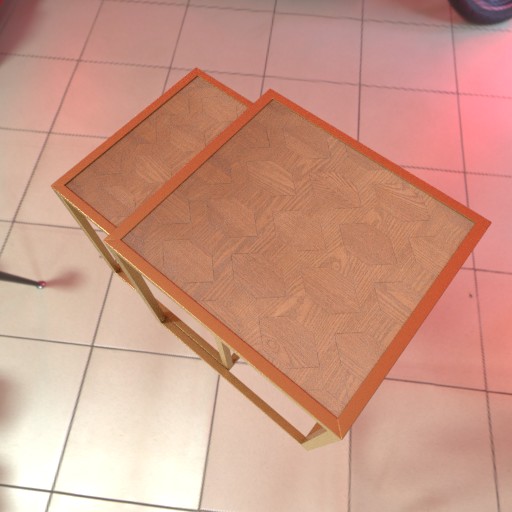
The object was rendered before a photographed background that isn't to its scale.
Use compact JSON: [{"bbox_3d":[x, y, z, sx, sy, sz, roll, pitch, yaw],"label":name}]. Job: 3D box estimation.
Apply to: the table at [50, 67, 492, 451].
[{"bbox_3d":[0.000,0.000,1.098,0.762,0.505,0.505,37,70,16],"label":"table"}]
